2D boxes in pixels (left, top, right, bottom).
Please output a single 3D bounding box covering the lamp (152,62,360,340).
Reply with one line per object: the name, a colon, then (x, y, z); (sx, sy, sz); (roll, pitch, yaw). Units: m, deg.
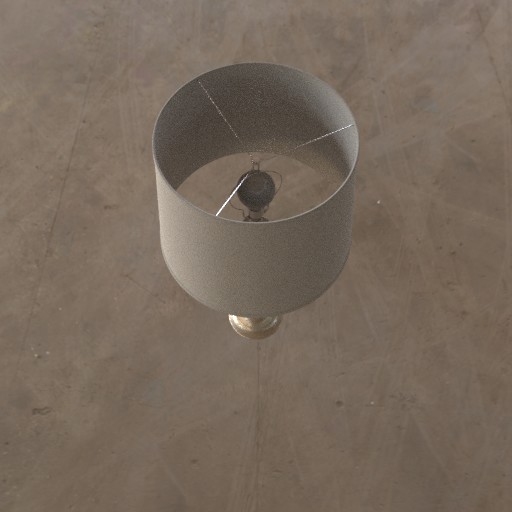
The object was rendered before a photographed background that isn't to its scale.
lamp: (0.000, 0.000, 0.873); (0.331, 0.698, 0.331); (0, 64, 0)
